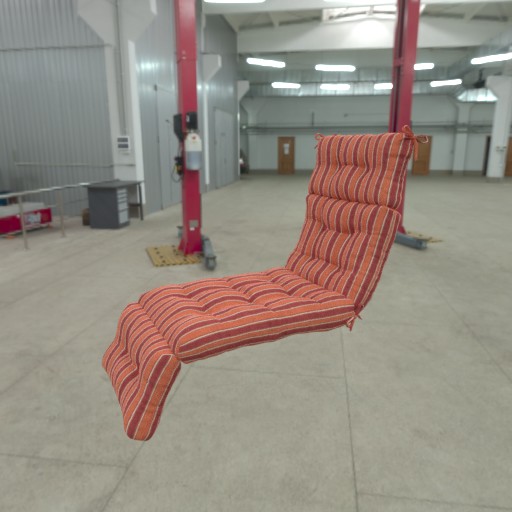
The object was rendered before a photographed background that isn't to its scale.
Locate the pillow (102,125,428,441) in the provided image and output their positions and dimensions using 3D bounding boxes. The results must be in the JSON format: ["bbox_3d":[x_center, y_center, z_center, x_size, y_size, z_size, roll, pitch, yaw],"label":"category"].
[{"bbox_3d":[0.000,0.000,1.524,1.016,0.863,0.526,-7,15,-26],"label":"pillow"}]
